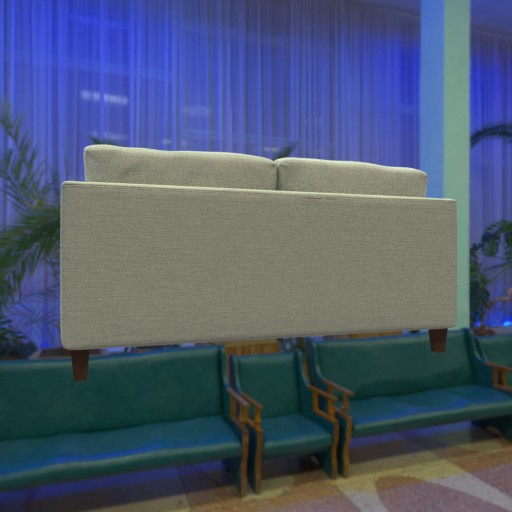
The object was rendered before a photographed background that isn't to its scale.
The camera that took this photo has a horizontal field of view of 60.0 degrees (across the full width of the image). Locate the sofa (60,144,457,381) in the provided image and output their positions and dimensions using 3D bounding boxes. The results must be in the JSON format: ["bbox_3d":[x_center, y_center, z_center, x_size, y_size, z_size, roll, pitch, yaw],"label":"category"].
[{"bbox_3d":[0.000,0.000,2.375,1.838,0.963,0.950,0,0,-17],"label":"sofa"}]
